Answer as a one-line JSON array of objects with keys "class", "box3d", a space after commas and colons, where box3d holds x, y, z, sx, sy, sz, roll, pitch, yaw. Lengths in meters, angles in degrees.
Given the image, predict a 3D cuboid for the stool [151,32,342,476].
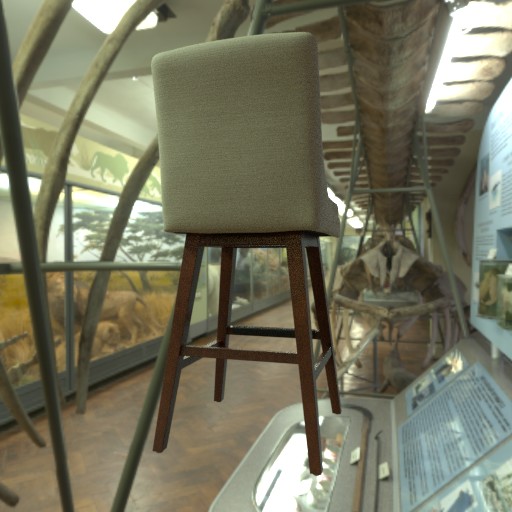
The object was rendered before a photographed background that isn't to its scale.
[{"class": "stool", "box3d": [0.000, 0.000, 1.371, 0.470, 1.097, 0.559, 0, 0, 17]}]
